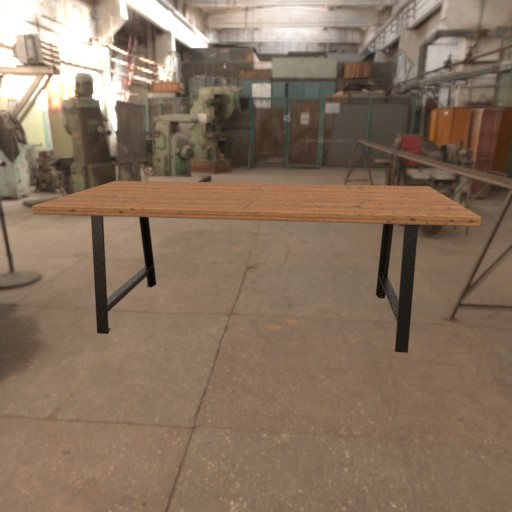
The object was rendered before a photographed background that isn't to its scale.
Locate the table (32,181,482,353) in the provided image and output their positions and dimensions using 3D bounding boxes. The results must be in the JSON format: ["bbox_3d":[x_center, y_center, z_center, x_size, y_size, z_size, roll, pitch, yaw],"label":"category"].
[{"bbox_3d":[0.000,0.000,2.730,2.200,0.757,1.000,2,17,7],"label":"table"}]
